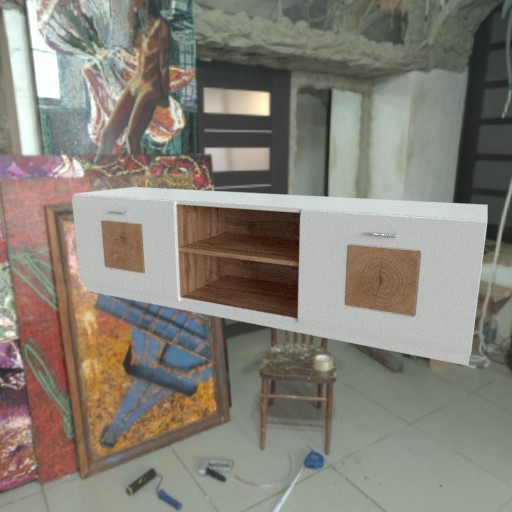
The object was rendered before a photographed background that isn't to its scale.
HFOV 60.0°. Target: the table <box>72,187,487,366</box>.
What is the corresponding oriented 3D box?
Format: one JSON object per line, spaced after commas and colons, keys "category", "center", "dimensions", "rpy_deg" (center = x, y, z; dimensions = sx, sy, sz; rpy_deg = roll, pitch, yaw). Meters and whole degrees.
{"category": "table", "center": [0.000, 0.000, 1.717], "dimensions": [1.550, 0.440, 0.400], "rpy_deg": [7, 15, 26]}
